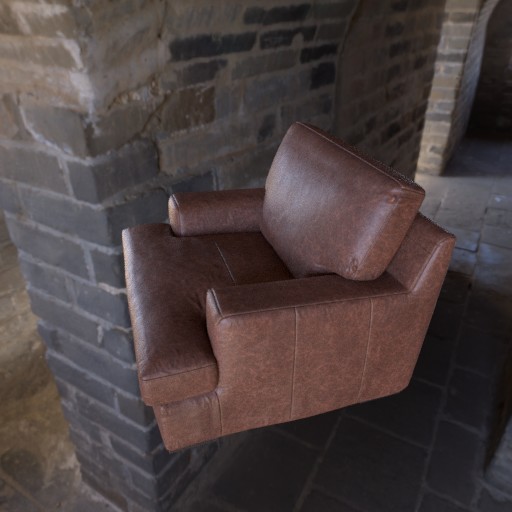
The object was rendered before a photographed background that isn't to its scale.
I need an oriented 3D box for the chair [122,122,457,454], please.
[{"bbox_3d":[0.000,0.000,1.983,1.143,0.939,1.168,-9,31,-15],"label":"chair"}]
